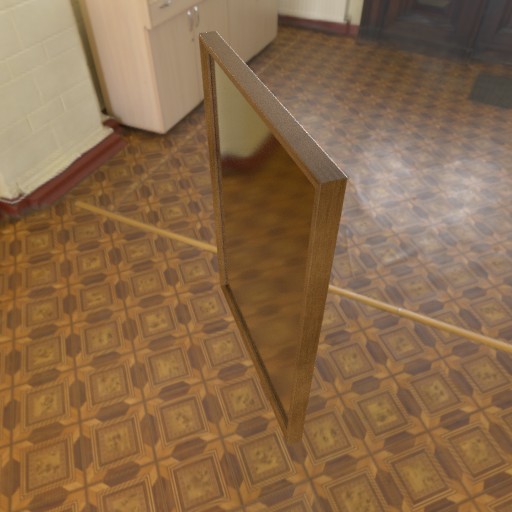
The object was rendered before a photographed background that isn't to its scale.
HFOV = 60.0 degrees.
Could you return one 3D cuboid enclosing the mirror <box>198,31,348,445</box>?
[{"bbox_3d":[0.000,0.000,0.911,0.039,0.711,0.508,-15,47,-14],"label":"mirror"}]
